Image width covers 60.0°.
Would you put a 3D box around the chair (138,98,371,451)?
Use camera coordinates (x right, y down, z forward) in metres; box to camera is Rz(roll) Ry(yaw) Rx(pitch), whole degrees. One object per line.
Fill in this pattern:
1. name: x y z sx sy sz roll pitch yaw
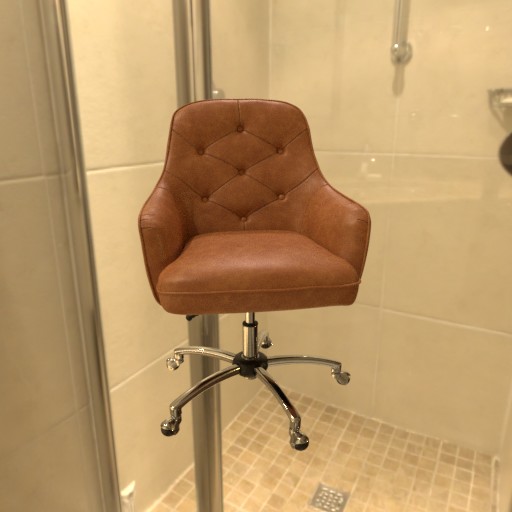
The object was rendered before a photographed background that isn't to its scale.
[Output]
1. chair: 0.000 0.000 1.311 0.628 0.909 0.615 -2 17 -8
